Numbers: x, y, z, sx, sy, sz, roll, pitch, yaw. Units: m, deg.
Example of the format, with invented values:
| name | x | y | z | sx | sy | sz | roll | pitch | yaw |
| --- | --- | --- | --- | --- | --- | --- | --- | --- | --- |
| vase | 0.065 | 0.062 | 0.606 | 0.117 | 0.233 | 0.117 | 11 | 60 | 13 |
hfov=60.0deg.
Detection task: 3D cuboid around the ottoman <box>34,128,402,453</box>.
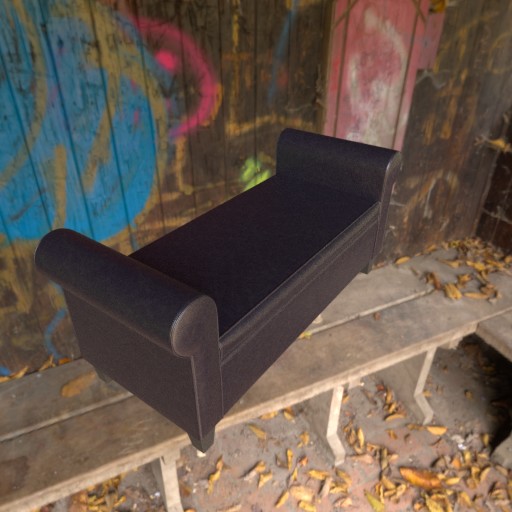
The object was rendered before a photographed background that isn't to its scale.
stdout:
| name | x | y | z | sx | sy | sz | roll | pitch | yaw |
| --- | --- | --- | --- | --- | --- | --- | --- | --- | --- |
| ottoman | 0.000 | 0.000 | 1.557 | 0.521 | 0.547 | 1.256 | 22 | 38 | 30 |
